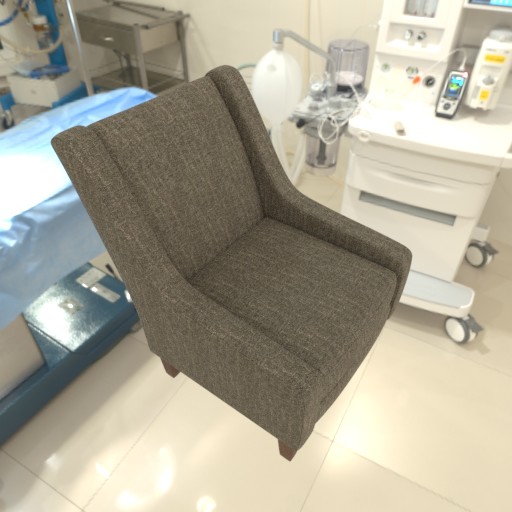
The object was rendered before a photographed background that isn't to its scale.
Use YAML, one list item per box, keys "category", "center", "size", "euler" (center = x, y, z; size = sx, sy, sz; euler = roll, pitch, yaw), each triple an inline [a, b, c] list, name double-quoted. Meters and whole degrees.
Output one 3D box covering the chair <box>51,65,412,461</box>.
- category: "chair"
  center: [0.000, 0.000, 1.636]
  size: [0.944, 1.012, 0.793]
  euler: [26, 47, 27]
